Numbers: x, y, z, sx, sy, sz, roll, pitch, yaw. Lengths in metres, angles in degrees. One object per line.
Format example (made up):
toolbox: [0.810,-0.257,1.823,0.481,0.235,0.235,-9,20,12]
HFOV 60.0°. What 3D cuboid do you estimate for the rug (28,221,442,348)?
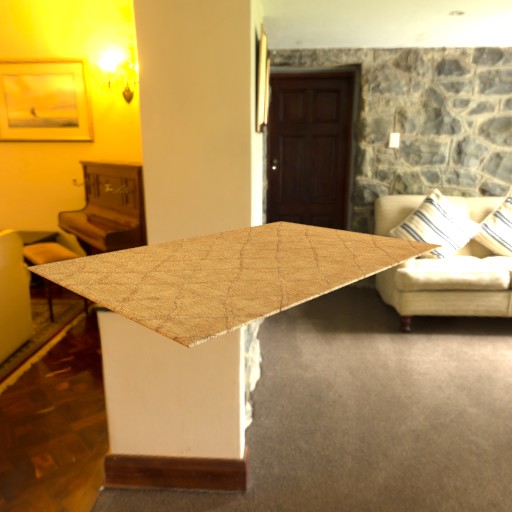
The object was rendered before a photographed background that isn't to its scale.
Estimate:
rug: [0.000,0.000,2.899,1.528,0.014,2.292,13,19,42]
